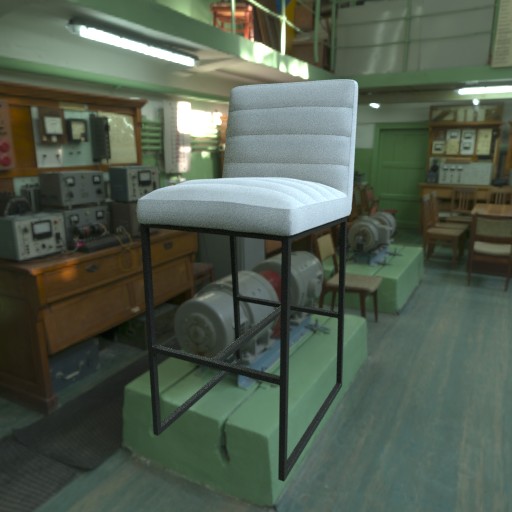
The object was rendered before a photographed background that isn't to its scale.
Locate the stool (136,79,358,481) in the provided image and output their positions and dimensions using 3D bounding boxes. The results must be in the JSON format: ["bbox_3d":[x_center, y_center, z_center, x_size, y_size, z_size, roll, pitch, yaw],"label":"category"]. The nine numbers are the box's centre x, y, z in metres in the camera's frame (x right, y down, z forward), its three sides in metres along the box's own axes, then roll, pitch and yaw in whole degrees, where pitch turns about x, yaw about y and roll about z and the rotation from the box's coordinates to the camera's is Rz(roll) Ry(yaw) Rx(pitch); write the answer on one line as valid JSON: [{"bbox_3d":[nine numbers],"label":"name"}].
[{"bbox_3d":[0.000,0.000,1.365,0.464,1.061,0.573,7,16,26],"label":"stool"}]
